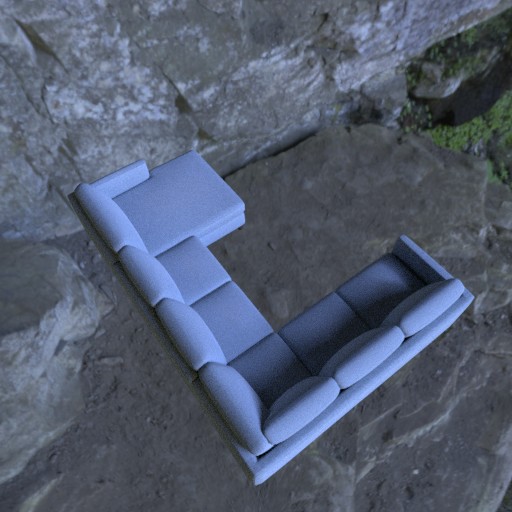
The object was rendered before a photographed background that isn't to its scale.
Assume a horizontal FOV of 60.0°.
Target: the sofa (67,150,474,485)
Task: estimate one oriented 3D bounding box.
[{"bbox_3d":[0.000,0.000,4.580,2.551,0.889,3.403,-32,63,-19],"label":"sofa"}]
